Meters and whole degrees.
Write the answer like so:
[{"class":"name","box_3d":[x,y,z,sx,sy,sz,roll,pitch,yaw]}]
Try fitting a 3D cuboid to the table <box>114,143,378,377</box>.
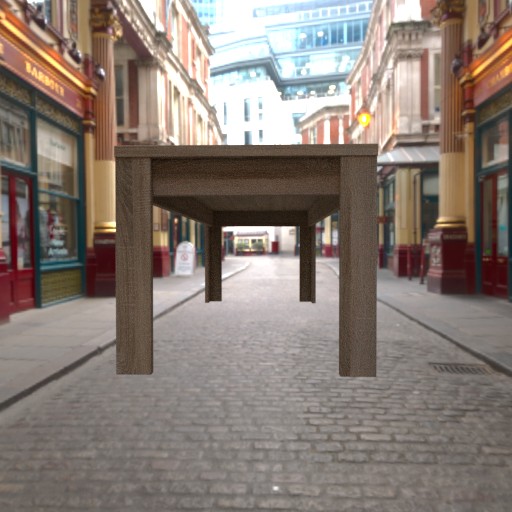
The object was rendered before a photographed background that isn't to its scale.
[{"class":"table","box_3d":[0.000,0.000,2.612,0.900,0.790,2.200,0,1,2]}]
